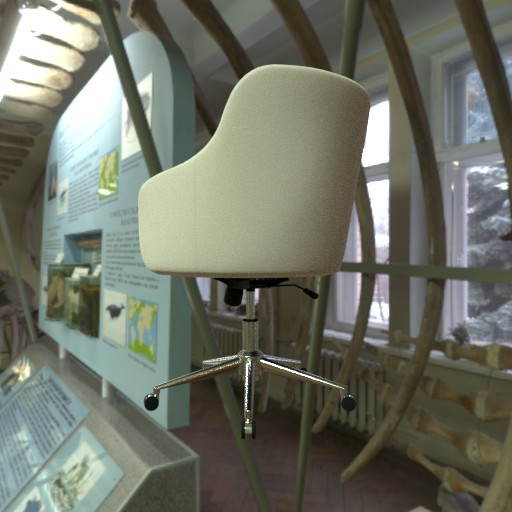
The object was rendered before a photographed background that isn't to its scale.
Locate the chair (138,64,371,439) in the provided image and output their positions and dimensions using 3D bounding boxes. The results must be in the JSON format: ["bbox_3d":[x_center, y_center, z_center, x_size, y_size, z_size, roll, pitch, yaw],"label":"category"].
[{"bbox_3d":[0.000,0.000,1.249,0.602,0.819,0.647,0,-1,-35],"label":"chair"}]
